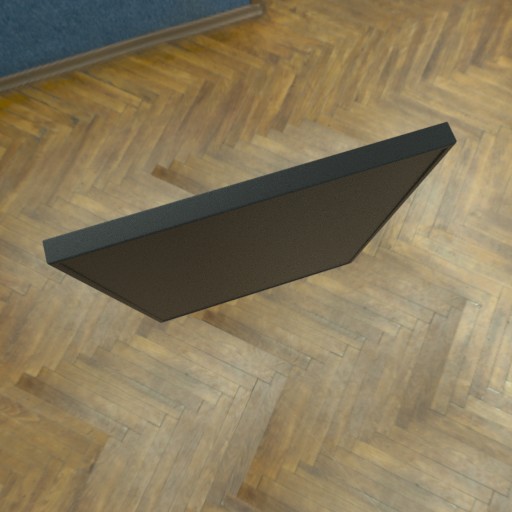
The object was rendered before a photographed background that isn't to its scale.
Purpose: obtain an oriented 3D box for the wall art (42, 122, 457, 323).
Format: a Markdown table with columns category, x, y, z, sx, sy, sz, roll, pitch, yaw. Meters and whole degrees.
| category | x | y | z | sx | sy | sz | roll | pitch | yaw |
| --- | --- | --- | --- | --- | --- | --- | --- | --- | --- |
| wall art | 0.000 | 0.000 | 0.734 | 0.451 | 0.551 | 0.028 | -17 | 76 | -4 |
